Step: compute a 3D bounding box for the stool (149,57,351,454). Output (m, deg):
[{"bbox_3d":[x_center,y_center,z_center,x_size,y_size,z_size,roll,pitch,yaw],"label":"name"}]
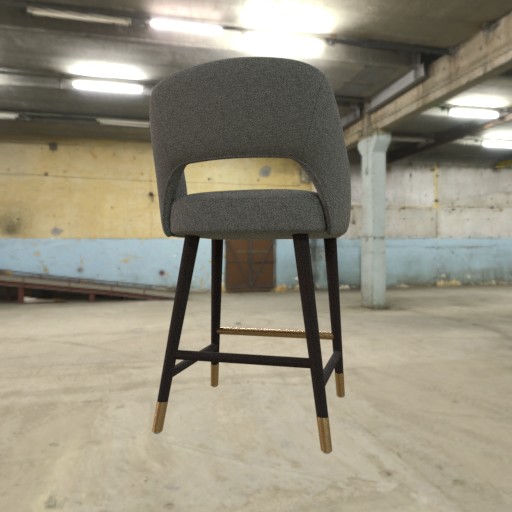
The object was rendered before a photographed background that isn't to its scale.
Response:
[{"bbox_3d":[0.000,0.000,1.271,0.536,0.925,0.524,0,0,15],"label":"stool"}]
